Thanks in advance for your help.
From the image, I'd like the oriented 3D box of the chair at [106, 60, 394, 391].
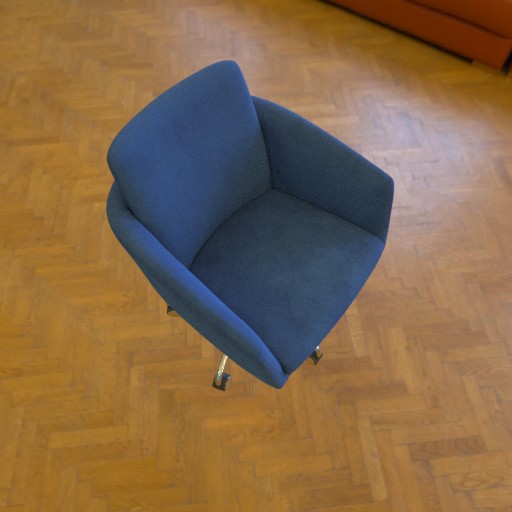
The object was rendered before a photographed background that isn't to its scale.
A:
[{"bbox_3d":[0.000,0.000,1.351,0.635,0.908,0.641,33,63,19],"label":"chair"}]
